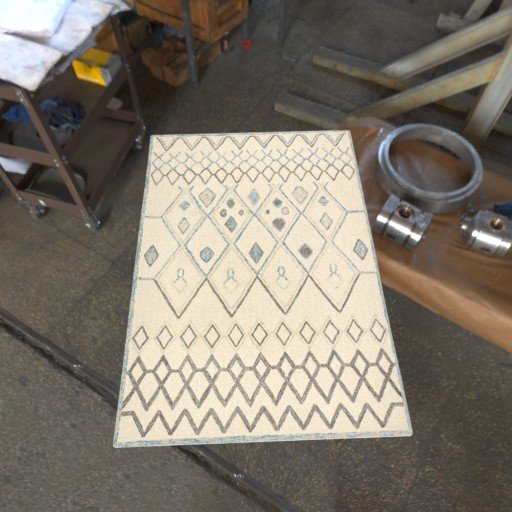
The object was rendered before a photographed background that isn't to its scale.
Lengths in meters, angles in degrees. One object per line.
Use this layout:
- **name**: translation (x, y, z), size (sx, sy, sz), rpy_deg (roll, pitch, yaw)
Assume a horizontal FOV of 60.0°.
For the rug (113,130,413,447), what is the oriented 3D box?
- **rug**: translation (0.000, 0.000, 2.328), size (1.260, 0.009, 1.820), rpy_deg (-2, 59, -1)
